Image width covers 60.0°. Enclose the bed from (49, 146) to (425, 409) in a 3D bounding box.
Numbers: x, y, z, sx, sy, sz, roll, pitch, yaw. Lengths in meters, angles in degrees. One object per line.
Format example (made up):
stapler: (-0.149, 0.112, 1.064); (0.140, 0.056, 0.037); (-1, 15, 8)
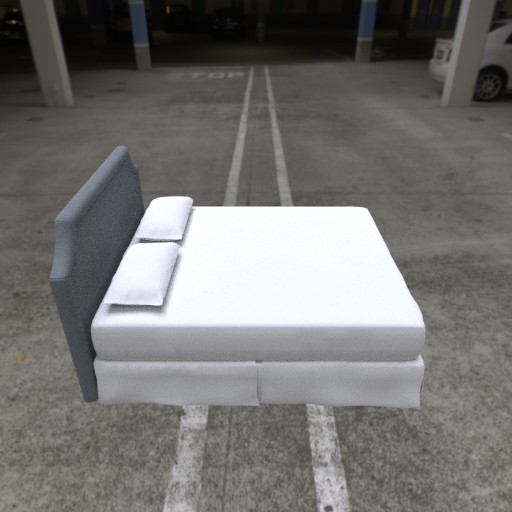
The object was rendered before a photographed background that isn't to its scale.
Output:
bed: (0.000, 0.000, 3.366); (2.259, 1.296, 1.811); (0, 31, 0)
